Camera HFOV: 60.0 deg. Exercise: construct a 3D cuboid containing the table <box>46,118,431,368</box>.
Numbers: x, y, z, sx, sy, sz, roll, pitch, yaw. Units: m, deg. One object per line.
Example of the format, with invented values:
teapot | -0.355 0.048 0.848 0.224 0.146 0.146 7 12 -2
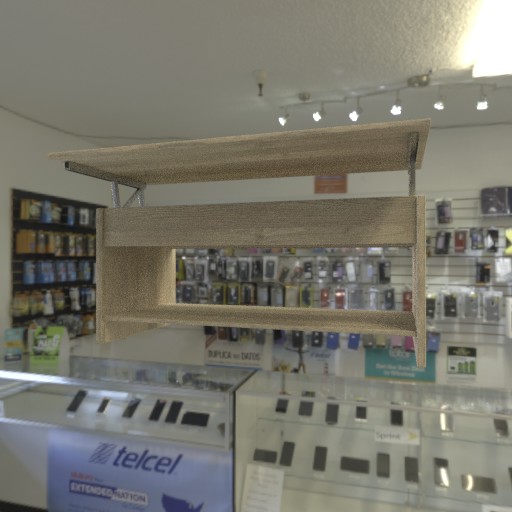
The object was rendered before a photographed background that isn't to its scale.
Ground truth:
table | 0.000 0.000 1.415 1.000 0.570 0.712 0 0 18
